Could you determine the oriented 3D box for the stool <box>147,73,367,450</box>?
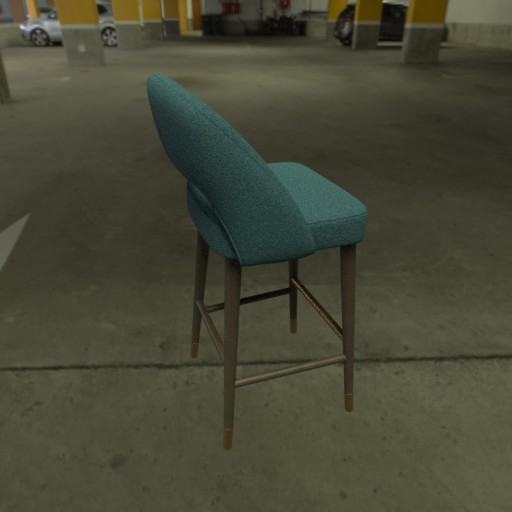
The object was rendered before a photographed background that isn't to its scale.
[{"bbox_3d":[0.000,0.000,1.331,0.522,1.032,0.536,-10,30,-18],"label":"stool"}]
